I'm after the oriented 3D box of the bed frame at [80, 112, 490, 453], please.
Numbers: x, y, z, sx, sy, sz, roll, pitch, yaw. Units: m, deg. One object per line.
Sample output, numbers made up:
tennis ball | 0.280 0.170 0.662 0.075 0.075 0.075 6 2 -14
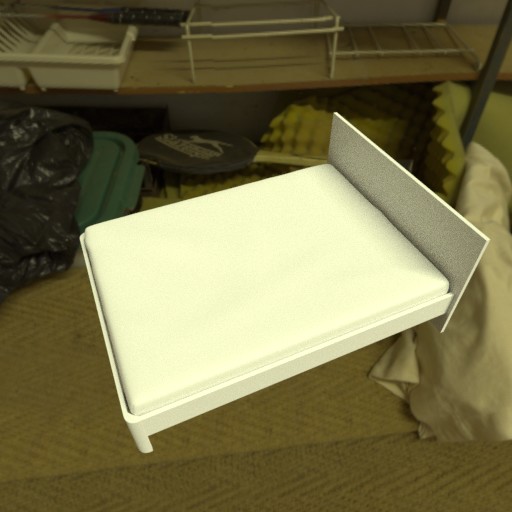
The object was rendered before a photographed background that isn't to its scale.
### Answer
bed frame | 0.000 0.000 2.741 1.950 0.800 1.490 -18 48 -17
